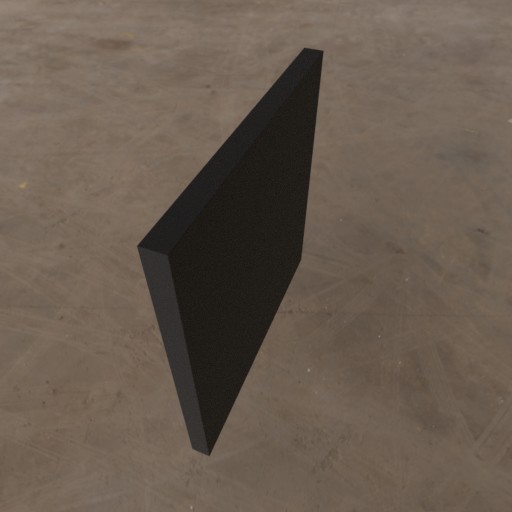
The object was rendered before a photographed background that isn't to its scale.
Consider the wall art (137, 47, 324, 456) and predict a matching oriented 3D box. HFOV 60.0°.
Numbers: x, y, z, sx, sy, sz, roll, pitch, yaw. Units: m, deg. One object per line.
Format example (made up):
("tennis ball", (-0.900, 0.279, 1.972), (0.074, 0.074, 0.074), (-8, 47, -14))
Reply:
("wall art", (0.000, 0.000, 0.687), (0.030, 0.458, 0.462), (16, 48, 15))
